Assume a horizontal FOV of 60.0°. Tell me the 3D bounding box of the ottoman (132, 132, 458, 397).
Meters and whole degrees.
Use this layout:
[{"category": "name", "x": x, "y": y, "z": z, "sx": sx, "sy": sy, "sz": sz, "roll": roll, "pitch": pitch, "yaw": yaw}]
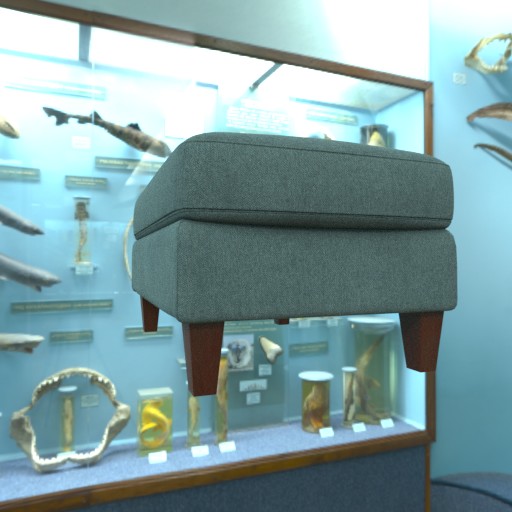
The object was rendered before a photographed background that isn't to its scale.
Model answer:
[{"category": "ottoman", "x": 0.000, "y": 0.000, "z": 1.192, "sx": 0.584, "sy": 0.483, "sz": 0.864, "roll": 0, "pitch": -1, "yaw": -20}]
